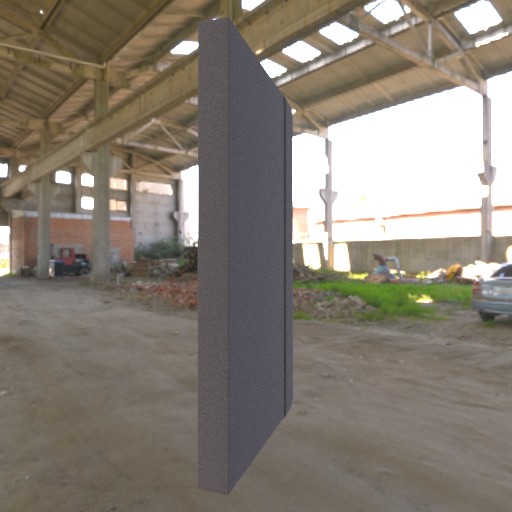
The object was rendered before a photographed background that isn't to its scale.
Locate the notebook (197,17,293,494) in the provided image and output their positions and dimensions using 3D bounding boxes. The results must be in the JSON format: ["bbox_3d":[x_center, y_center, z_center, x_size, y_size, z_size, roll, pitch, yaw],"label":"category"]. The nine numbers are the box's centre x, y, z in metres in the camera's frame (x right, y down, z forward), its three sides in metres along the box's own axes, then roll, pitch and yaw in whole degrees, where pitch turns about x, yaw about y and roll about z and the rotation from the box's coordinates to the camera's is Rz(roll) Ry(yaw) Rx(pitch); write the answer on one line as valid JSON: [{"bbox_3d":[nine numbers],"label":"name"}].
[{"bbox_3d":[0.000,0.000,0.259,0.016,0.213,0.127,0,-1,18],"label":"notebook"}]
